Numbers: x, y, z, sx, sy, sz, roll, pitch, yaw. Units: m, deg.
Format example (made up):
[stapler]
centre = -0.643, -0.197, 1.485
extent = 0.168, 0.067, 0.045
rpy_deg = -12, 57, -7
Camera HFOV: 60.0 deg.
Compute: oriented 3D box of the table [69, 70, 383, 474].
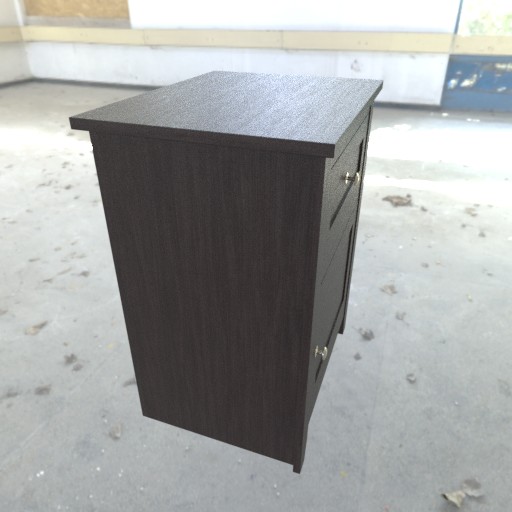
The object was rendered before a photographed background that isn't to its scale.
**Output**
[table]
centre = 0.000, 0.000, 0.916
extent = 0.381, 0.635, 0.480
rpy_deg = 11, 32, 17
